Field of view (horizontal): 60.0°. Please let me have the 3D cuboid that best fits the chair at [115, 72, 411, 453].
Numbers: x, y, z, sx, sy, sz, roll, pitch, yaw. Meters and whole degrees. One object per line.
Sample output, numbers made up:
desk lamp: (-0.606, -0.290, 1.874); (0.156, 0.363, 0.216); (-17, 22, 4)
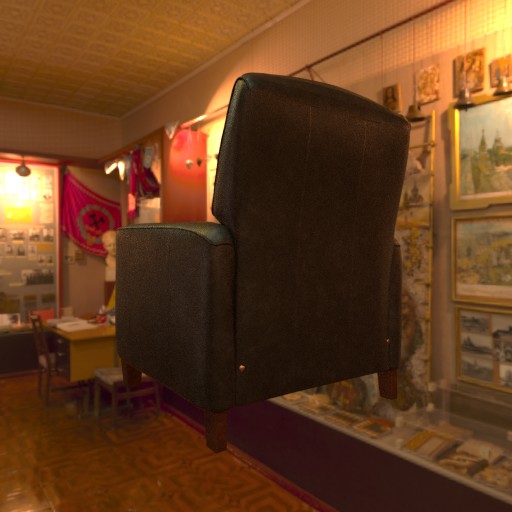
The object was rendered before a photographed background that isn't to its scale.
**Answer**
chair: (0.000, 0.000, 1.640); (0.848, 1.014, 0.864); (-1, 1, -35)
